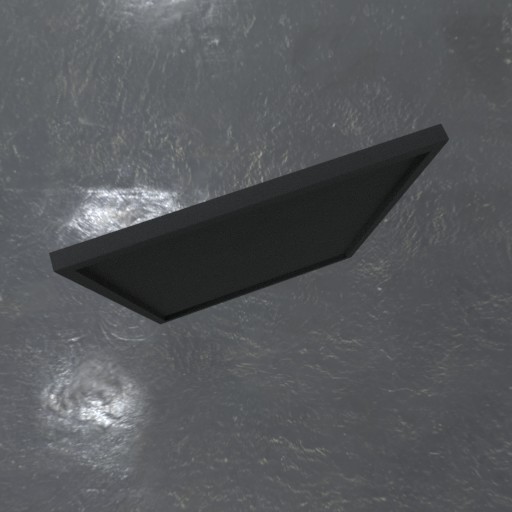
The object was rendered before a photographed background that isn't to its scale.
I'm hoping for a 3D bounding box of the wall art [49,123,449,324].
[{"bbox_3d":[0.000,0.000,0.703,0.432,0.508,0.021,-19,76,-5],"label":"wall art"}]
